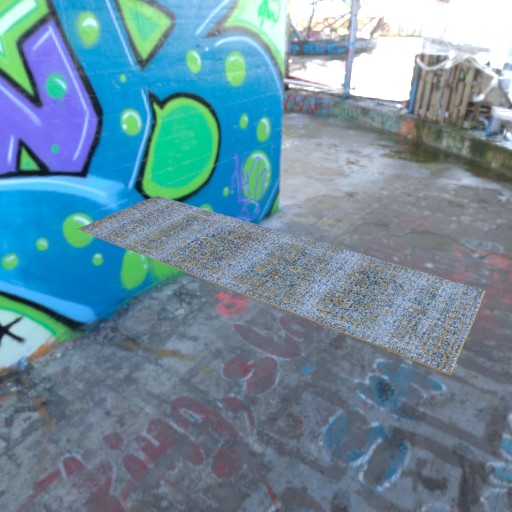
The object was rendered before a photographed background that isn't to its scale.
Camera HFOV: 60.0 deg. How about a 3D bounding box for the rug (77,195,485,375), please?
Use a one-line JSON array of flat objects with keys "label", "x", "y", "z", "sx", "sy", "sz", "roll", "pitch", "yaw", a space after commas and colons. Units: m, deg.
[{"label": "rug", "x": 0.000, "y": 0.000, "z": 2.520, "sx": 2.294, "sy": 0.014, "sz": 0.704, "roll": 18, "pitch": 34, "yaw": 29}]
